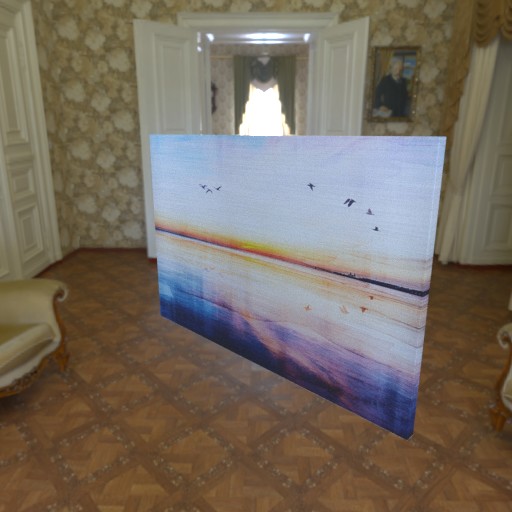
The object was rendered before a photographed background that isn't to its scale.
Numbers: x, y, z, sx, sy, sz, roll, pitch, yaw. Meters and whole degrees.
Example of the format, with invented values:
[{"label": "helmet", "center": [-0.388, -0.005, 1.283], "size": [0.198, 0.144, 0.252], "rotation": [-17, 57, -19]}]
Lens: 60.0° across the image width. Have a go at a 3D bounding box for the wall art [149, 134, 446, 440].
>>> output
[{"label": "wall art", "center": [0.000, 0.000, 1.439], "size": [0.034, 0.756, 1.137], "rotation": [-15, 22, -43]}]
